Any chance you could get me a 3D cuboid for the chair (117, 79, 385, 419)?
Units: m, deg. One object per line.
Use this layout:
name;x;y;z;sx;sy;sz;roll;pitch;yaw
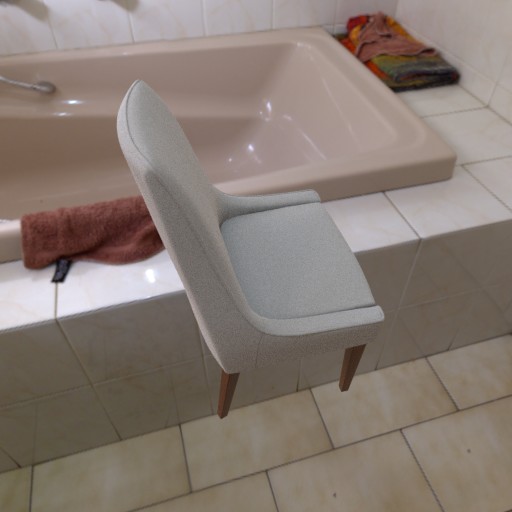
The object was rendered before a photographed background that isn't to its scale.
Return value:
chair;0.000;0.000;1.179;0.544;0.861;0.529;-10;46;-10
